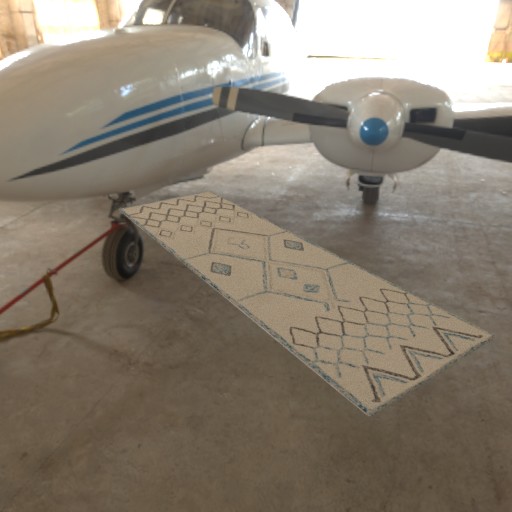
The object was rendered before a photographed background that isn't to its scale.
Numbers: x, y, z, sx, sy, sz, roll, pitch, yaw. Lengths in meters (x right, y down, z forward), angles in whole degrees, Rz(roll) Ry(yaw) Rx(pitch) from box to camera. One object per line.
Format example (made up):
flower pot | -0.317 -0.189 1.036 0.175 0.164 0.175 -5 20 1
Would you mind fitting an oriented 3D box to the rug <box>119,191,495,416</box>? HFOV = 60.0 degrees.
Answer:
rug | 0.000 0.000 2.570 0.770 0.013 2.434 -17 31 -31
